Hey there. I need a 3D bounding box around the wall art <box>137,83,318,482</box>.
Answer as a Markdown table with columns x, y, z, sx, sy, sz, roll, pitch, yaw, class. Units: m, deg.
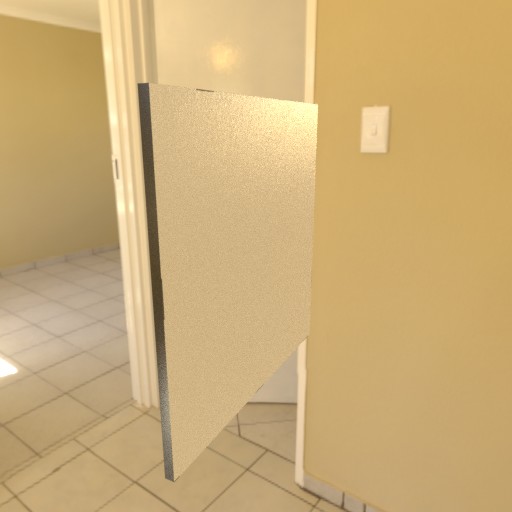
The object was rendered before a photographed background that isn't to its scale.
| x | y | z | sx | sy | sz | roll | pitch | yaw | class |
| --- | --- | --- | --- | --- | --- | --- | --- | --- | --- |
| 0.000 | 0.000 | 0.658 | 0.014 | 0.445 | 0.446 | 8 | 18 | 27 | wall art |
